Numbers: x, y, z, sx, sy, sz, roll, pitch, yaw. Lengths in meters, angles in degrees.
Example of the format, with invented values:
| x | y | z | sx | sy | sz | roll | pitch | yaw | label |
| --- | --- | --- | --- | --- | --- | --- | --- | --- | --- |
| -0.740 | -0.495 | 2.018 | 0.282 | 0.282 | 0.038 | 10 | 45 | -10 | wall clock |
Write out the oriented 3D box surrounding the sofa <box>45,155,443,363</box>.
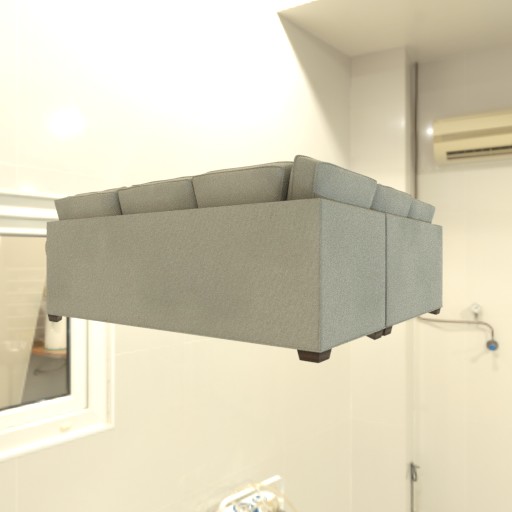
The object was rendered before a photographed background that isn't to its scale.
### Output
| x | y | z | sx | sy | sz | roll | pitch | yaw | label |
| --- | --- | --- | --- | --- | --- | --- | --- | --- | --- |
| 0.000 | 0.000 | 3.872 | 2.562 | 1.053 | 2.487 | 0 | 0 | 36 | sofa |
